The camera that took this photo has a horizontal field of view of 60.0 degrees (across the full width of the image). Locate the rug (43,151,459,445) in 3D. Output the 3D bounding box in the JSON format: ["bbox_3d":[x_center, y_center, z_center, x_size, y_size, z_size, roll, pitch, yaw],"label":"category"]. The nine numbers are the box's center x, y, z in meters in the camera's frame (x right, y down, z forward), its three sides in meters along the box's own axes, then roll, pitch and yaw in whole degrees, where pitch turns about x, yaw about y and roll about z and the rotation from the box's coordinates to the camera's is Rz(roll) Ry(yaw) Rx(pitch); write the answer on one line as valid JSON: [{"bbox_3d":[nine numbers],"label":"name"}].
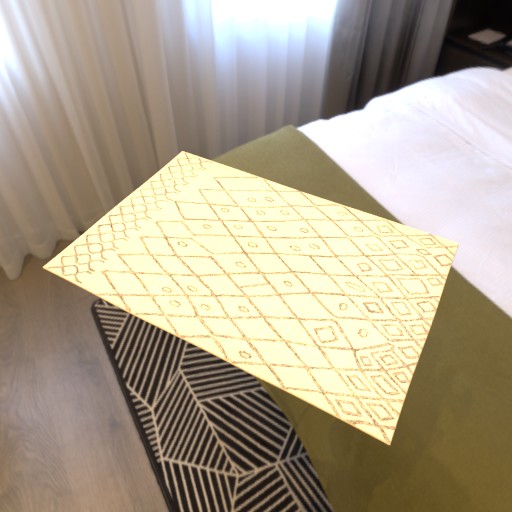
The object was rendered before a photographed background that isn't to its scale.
[{"bbox_3d":[0.000,0.000,2.329,1.828,0.015,1.222,22,50,20],"label":"rug"}]
